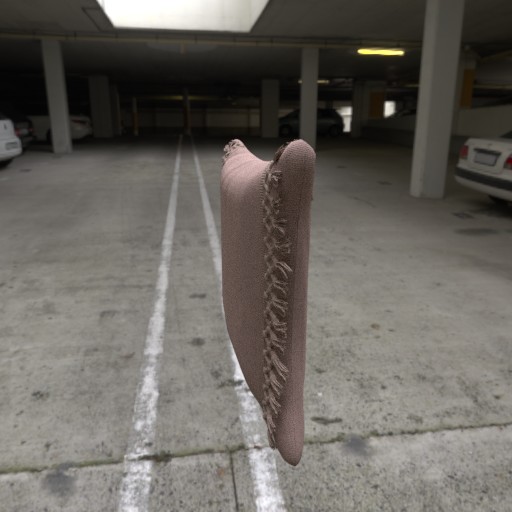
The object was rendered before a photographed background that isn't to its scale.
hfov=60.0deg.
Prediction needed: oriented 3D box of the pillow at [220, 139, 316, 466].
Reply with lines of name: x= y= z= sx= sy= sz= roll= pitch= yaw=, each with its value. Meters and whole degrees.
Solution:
pillow: x=0.000 y=0.000 z=0.594 sx=0.084 sy=0.305 sz=0.466 roll=-2 pitch=15 yaw=-9
